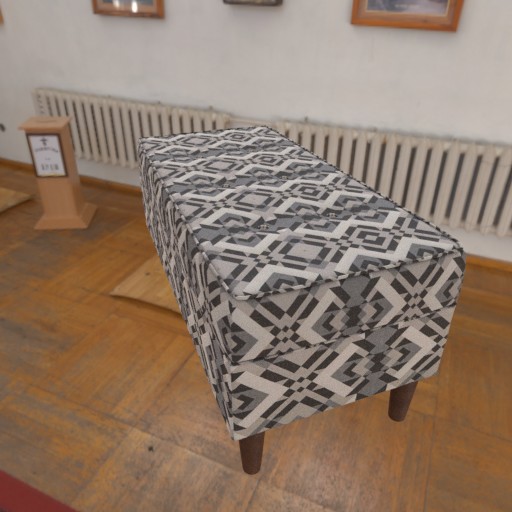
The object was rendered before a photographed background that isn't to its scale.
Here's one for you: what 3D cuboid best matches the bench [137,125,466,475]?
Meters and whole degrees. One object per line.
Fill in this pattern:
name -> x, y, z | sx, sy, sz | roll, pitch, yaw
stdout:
bench -> 0.000, 0.000, 1.263 | 0.492, 0.477, 1.016 | -11, 32, -18
